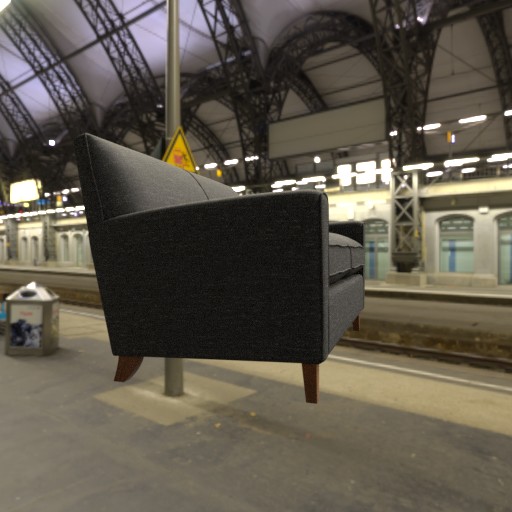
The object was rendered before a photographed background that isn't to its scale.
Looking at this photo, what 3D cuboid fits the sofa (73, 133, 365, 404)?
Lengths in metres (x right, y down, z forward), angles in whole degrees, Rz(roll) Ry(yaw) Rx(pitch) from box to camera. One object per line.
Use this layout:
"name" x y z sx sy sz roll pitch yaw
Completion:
"sofa" 0.000 0.000 2.016 0.875 0.846 1.420 0 0 19
